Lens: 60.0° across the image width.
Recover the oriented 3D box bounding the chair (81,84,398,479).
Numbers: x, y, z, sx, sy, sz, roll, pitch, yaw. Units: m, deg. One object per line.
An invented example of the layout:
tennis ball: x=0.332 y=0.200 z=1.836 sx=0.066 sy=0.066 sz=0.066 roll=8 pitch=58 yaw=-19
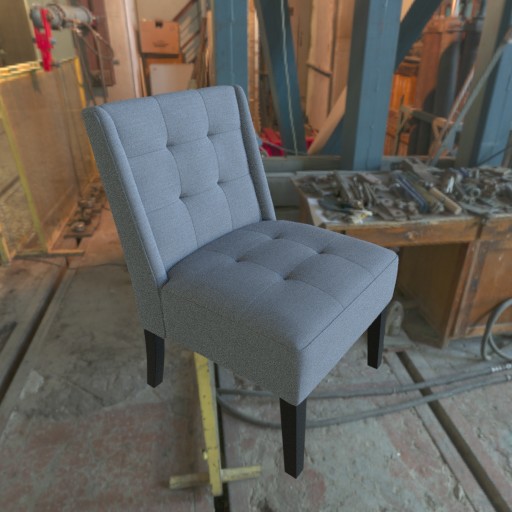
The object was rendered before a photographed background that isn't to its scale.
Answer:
chair: x=0.000 y=0.000 z=1.284 sx=0.676 sy=0.853 sz=0.569 roll=19 pitch=33 yaw=32
